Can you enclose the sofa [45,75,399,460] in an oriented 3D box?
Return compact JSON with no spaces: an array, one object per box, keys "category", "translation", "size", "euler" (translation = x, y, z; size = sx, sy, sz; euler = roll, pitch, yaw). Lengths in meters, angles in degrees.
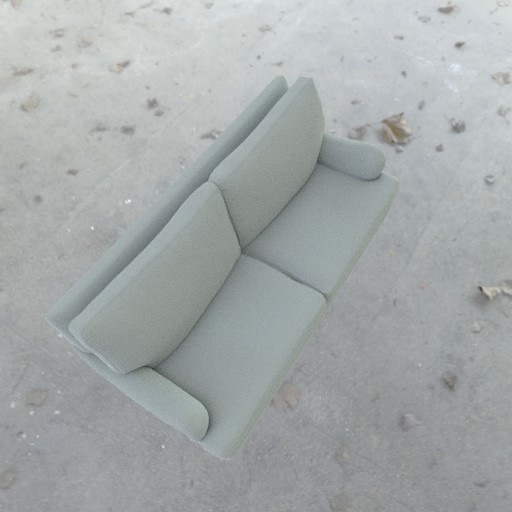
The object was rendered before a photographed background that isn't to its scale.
[{"category":"sofa","translation":[0.000,0.000,2.789],"size":[1.069,1.096,2.193],"euler":[30,64,16]}]
